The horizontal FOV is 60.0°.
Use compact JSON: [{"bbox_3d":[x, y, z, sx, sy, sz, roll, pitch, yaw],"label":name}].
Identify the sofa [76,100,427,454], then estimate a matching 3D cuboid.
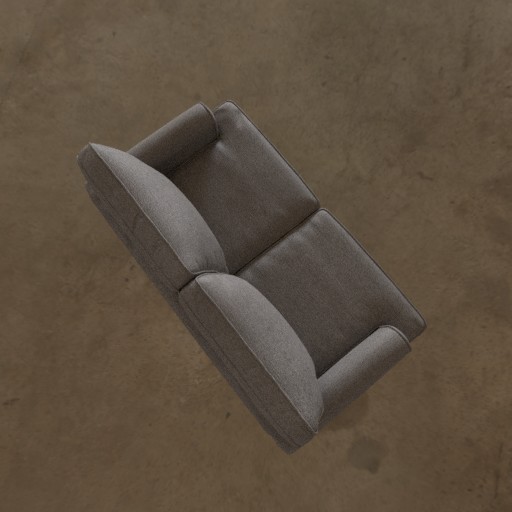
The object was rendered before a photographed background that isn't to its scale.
[{"bbox_3d":[0.000,0.000,2.245,0.965,0.965,1.651,-38,79,-8],"label":"sofa"}]
